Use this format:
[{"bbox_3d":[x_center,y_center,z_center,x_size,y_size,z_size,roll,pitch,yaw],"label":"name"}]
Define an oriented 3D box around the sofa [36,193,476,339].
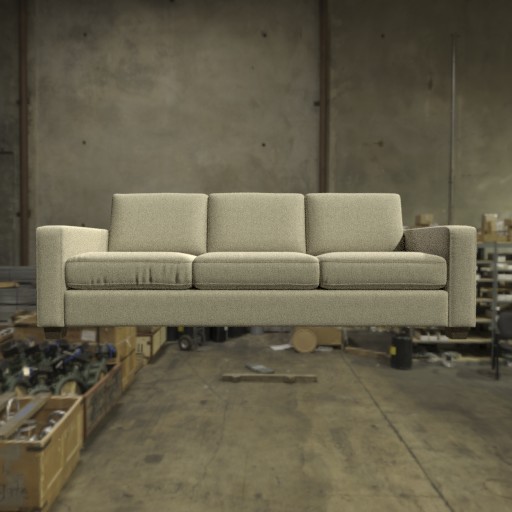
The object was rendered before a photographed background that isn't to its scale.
[{"bbox_3d":[0.000,0.000,2.591,2.160,0.800,0.900,0,1,0],"label":"sofa"}]
